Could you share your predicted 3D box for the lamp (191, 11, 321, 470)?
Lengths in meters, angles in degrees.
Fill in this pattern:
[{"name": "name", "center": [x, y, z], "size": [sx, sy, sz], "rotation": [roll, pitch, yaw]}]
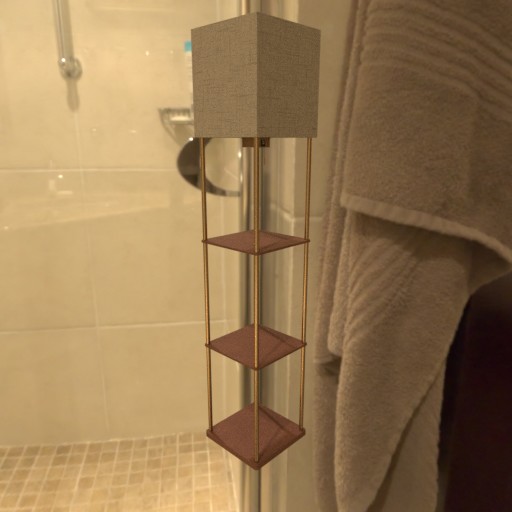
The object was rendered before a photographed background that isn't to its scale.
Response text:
[{"name": "lamp", "center": [0.000, 0.000, 1.684], "size": [0.308, 1.569, 0.310], "rotation": [14, 20, 42]}]
